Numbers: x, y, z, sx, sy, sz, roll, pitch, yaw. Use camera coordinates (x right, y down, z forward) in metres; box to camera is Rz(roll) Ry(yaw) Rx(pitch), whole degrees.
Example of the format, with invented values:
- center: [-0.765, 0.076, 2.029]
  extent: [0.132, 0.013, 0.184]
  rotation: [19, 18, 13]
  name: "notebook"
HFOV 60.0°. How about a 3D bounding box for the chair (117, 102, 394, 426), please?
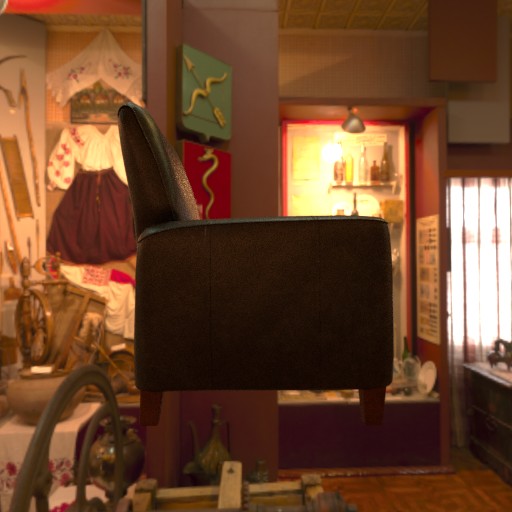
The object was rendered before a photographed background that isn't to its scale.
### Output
- center: [0.000, 0.000, 1.686]
  extent: [0.864, 1.014, 0.848]
  rotation: [0, -1, 0]
  name: "chair"
